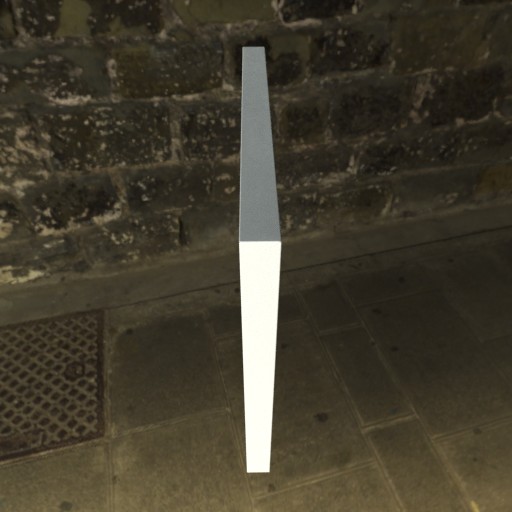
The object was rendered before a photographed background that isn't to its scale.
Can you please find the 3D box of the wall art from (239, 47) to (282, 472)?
[{"bbox_3d":[0.000,0.000,0.747,0.037,0.508,0.508,-1,43,-1],"label":"wall art"}]
